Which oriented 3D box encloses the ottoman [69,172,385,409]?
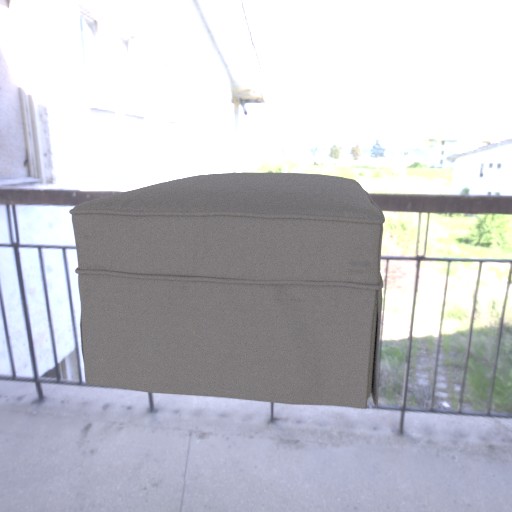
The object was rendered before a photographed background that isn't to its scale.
[{"bbox_3d":[0.000,0.000,1.341,0.703,0.479,0.944,2,14,9],"label":"ottoman"}]
